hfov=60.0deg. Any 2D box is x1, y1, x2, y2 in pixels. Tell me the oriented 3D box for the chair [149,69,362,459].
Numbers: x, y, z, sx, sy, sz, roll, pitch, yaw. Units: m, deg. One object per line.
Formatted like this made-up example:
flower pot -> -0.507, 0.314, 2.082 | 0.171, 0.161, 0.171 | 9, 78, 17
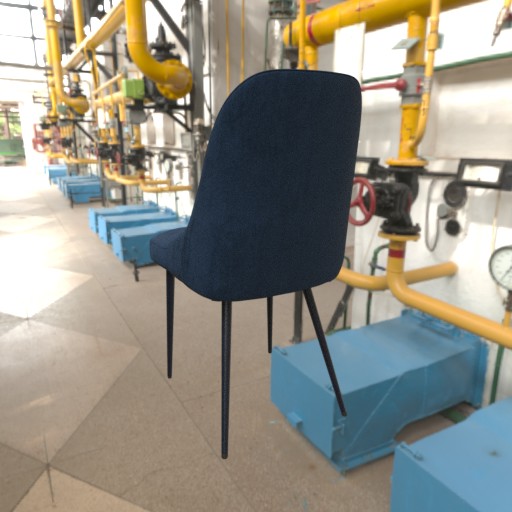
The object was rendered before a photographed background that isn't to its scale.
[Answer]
chair -> 0.000, 0.000, 1.240 | 0.478, 0.896, 0.559 | -8, 16, -27
